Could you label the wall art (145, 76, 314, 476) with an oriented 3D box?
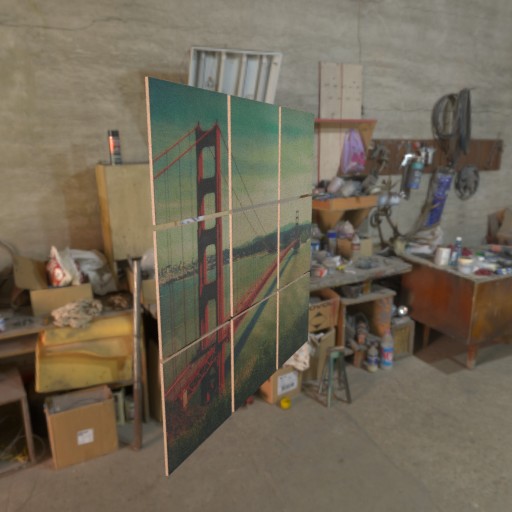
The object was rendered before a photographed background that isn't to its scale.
[{"bbox_3d":[0.000,0.000,2.267,0.014,1.507,1.519,7,14,27],"label":"wall art"}]
